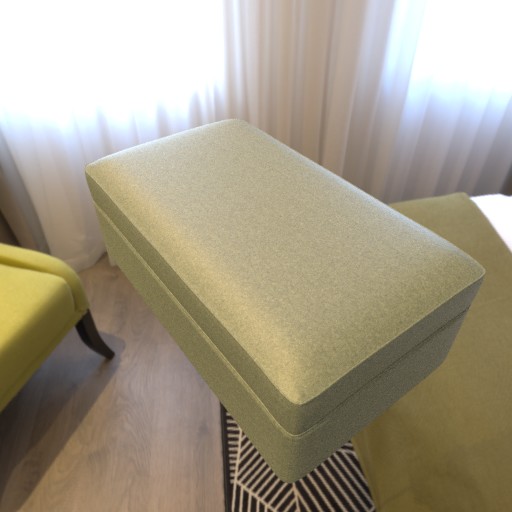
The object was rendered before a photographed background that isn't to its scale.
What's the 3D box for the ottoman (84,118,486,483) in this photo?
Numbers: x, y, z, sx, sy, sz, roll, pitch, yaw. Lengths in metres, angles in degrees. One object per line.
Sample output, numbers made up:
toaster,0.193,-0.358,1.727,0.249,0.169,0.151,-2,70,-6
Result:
ottoman,0.000,0.000,1.482,0.681,0.494,1.173,-26,48,-27
